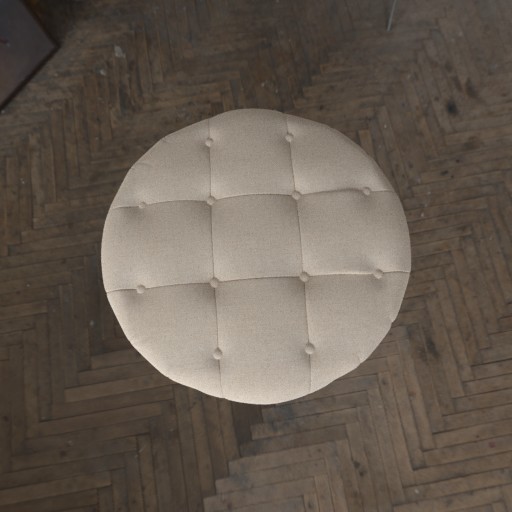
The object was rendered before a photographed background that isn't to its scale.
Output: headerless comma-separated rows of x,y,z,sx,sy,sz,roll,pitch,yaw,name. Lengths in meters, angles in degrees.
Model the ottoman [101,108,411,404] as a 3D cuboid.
0.000,0.000,1.498,0.940,0.483,0.940,0,75,0,ottoman
